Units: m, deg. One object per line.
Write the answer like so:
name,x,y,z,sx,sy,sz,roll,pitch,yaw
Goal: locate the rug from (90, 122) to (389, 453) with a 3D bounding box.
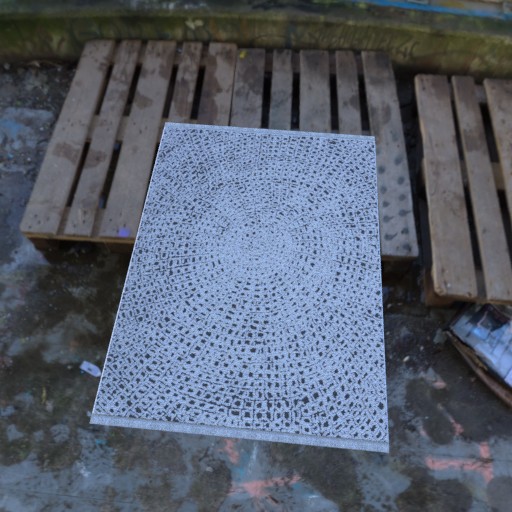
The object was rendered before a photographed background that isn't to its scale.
rug,0.000,0.000,2.133,1.190,0.003,1.634,5,62,2
